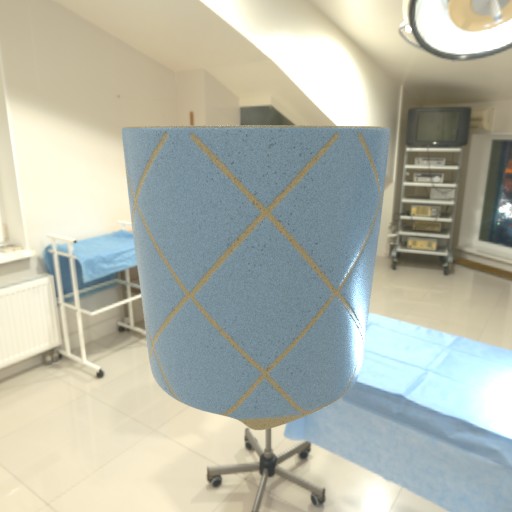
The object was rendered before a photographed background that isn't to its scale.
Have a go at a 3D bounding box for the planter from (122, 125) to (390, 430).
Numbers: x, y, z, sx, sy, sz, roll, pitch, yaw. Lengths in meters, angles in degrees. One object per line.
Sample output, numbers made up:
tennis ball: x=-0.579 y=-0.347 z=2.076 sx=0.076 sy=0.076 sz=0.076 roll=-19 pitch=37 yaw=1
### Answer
planter: x=0.000 y=0.000 z=0.421 sx=0.227 sy=0.235 sz=0.227 roll=0 pitch=16 yaw=0
